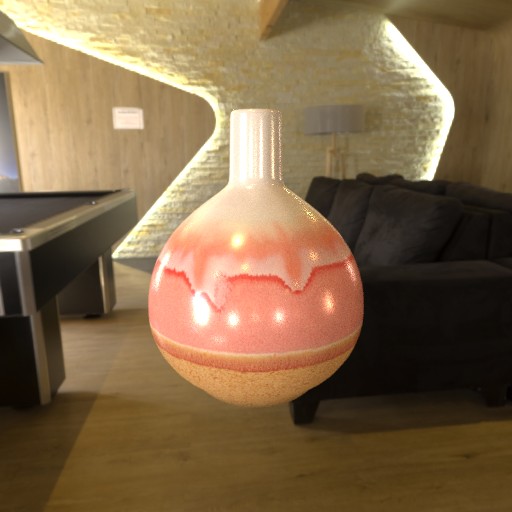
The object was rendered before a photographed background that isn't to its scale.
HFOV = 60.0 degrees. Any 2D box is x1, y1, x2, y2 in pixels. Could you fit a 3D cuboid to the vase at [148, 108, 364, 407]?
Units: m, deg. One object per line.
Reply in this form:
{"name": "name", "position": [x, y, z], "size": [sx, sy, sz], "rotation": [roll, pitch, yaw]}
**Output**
{"name": "vase", "position": [0.000, 0.000, 0.282], "size": [0.137, 0.176, 0.137], "rotation": [0, 13, 0]}
